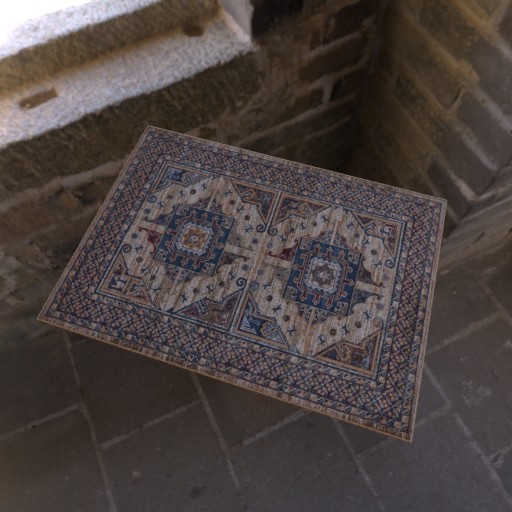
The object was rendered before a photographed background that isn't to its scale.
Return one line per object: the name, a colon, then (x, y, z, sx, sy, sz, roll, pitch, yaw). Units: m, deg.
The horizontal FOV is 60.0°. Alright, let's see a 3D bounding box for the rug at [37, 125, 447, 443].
rug: (0.000, 0.000, 2.832, 2.227, 0.008, 1.611, 16, 64, 8)
